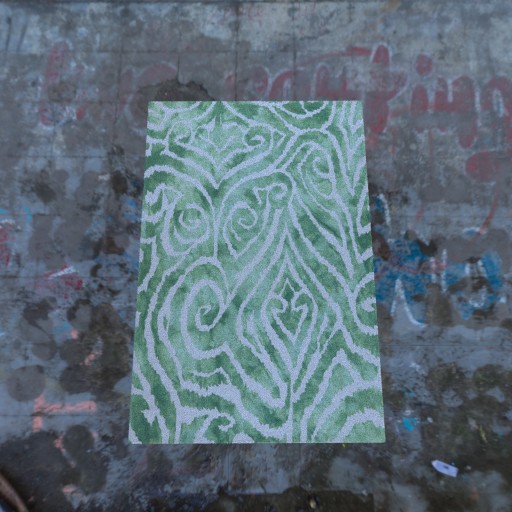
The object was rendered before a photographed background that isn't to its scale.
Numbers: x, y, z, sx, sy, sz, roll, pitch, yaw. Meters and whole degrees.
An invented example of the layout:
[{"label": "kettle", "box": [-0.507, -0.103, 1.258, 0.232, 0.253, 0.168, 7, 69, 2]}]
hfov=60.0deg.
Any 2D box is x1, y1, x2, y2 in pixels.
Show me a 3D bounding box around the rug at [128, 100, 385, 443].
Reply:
[{"label": "rug", "box": [0.000, 0.000, 2.322, 1.220, 0.006, 1.826, 0, 76, 0]}]
